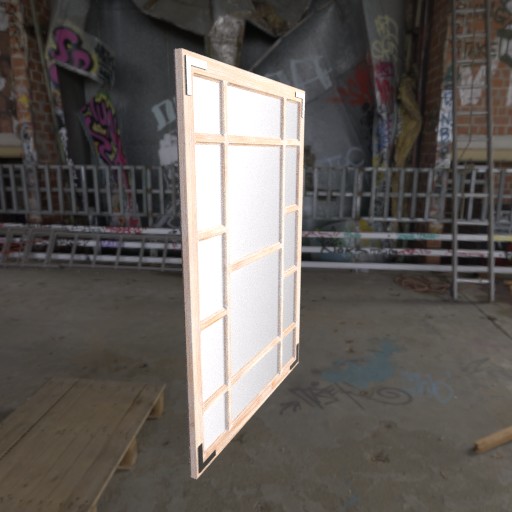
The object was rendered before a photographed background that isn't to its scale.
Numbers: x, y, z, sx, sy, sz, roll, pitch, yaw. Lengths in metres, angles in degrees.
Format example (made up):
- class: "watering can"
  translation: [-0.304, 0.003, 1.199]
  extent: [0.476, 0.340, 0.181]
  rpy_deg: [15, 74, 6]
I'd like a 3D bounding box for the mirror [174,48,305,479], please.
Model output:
- class: "mirror"
  translation: [0.000, 0.000, 1.303]
  extent: [0.025, 0.996, 0.705]
  rpy_deg: [6, 15, 26]
